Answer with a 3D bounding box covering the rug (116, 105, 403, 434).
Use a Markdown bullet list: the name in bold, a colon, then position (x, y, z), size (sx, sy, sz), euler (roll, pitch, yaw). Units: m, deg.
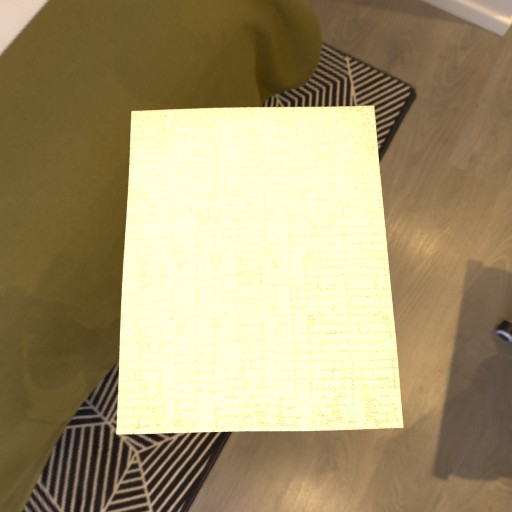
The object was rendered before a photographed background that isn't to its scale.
- **rug**: position (0.000, 0.000, 4.104), size (2.447, 0.014, 3.061), euler (-1, 77, 0)
